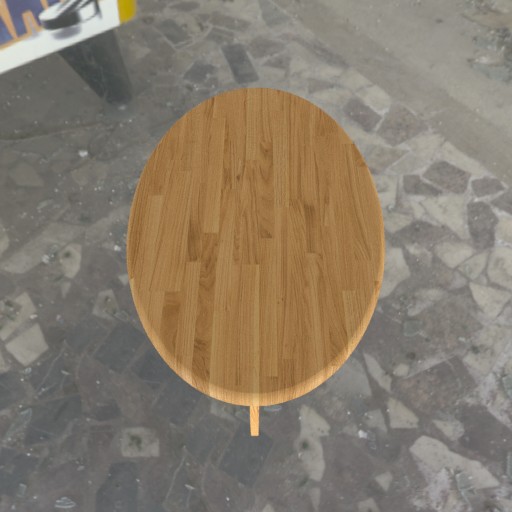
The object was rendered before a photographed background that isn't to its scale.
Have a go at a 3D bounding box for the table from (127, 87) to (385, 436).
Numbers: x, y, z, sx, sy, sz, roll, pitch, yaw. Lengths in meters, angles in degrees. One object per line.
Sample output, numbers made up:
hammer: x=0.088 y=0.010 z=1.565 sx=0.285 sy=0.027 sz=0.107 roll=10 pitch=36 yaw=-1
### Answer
table: x=0.000 y=0.000 z=1.408 sx=0.690 sy=0.490 sz=1.040 roll=0 pitch=58 yaw=0
